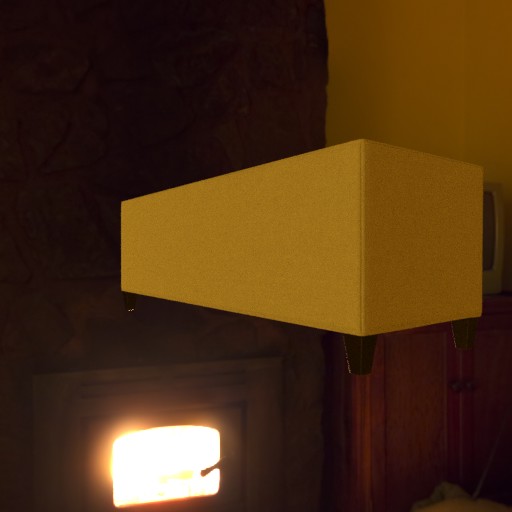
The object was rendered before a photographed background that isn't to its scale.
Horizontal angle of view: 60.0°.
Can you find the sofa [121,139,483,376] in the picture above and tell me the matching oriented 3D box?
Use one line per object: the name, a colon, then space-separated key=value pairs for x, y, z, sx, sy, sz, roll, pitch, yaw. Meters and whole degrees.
sofa: x=0.000 y=0.000 z=2.484 sx=0.775 sy=0.762 sz=2.159 roll=0 pitch=0 yaw=-37
